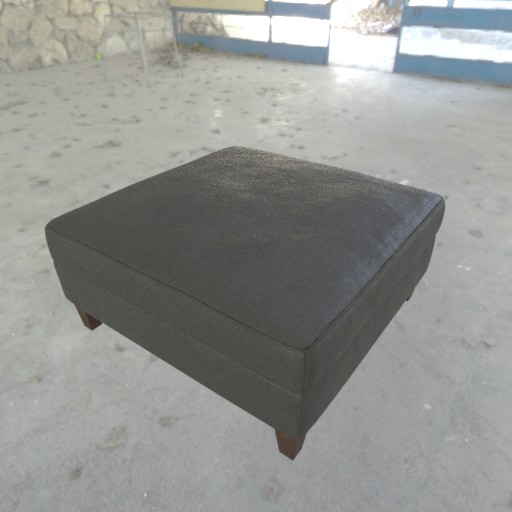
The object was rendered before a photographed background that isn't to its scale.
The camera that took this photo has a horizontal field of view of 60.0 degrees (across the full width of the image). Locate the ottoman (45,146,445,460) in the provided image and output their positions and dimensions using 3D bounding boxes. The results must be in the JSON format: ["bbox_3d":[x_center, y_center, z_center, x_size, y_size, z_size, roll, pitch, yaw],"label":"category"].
[{"bbox_3d":[0.000,0.000,1.317,0.844,0.415,0.836,21,38,30],"label":"ottoman"}]
